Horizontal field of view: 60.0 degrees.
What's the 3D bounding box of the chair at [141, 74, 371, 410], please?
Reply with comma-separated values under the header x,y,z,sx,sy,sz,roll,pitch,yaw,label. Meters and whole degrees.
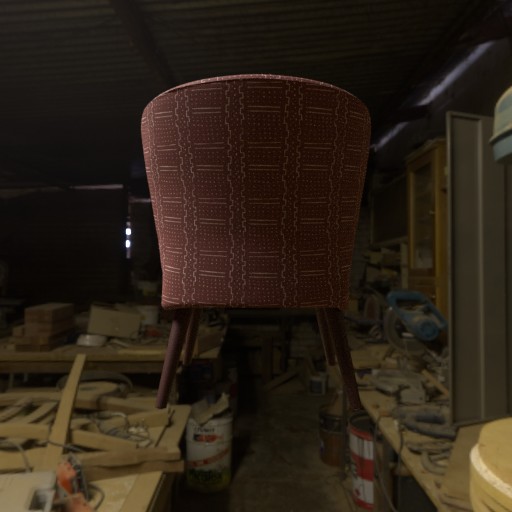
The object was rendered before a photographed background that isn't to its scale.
x,y,z,sx,sy,sz,roll,pitch,yaw,label
0.000,0.000,1.414,0.706,0.866,0.758,0,-1,1,chair
